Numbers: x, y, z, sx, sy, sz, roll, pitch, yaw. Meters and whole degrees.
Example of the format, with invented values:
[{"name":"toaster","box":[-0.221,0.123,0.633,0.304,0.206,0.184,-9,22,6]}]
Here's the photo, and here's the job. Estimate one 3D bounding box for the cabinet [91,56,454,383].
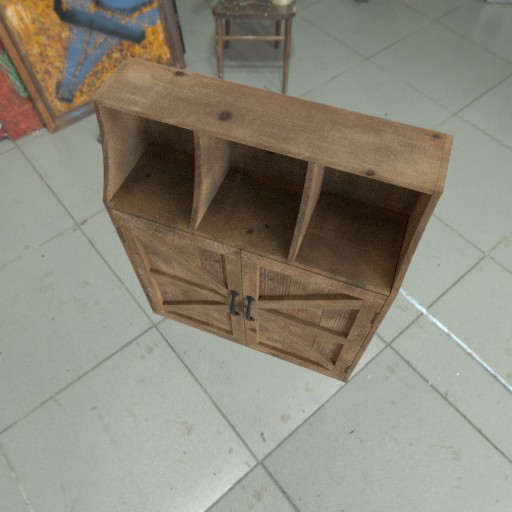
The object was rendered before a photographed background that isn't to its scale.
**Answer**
[{"name":"cabinet","box":[0.000,0.000,0.831,0.489,0.590,0.184,18,59,11]}]
